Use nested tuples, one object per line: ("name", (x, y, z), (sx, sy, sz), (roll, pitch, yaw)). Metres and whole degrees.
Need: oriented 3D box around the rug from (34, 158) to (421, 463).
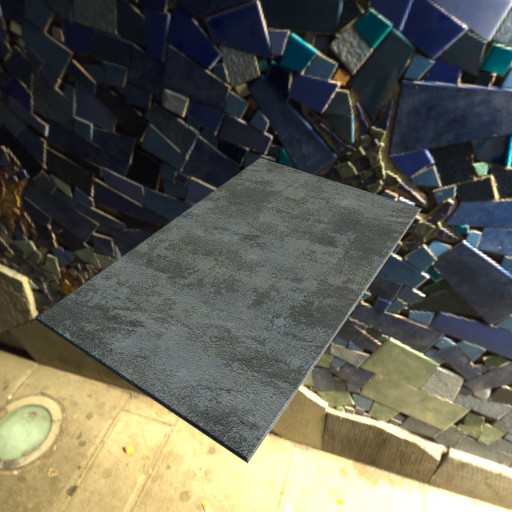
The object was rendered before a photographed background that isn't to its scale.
("rug", (0.000, 0.000, 3.073), (1.536, 0.012, 2.431), (23, 45, 25))
